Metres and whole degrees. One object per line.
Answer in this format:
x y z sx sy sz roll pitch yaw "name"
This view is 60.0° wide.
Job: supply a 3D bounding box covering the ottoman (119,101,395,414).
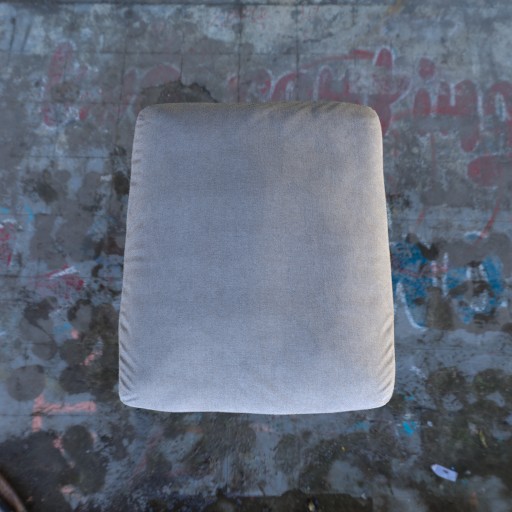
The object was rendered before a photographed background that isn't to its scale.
0.000 0.000 1.264 0.683 0.481 0.837 0 76 0 "ottoman"
